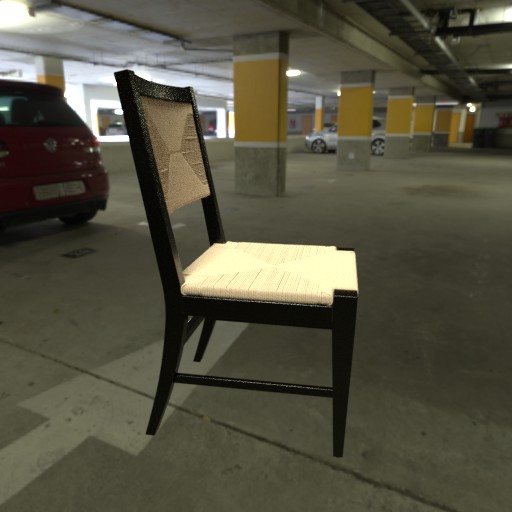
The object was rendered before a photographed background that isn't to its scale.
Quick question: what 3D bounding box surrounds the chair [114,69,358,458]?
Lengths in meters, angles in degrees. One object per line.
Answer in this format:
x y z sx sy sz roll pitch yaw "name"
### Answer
0.000 0.000 1.235 0.552 0.927 0.437 3 16 11 "chair"
